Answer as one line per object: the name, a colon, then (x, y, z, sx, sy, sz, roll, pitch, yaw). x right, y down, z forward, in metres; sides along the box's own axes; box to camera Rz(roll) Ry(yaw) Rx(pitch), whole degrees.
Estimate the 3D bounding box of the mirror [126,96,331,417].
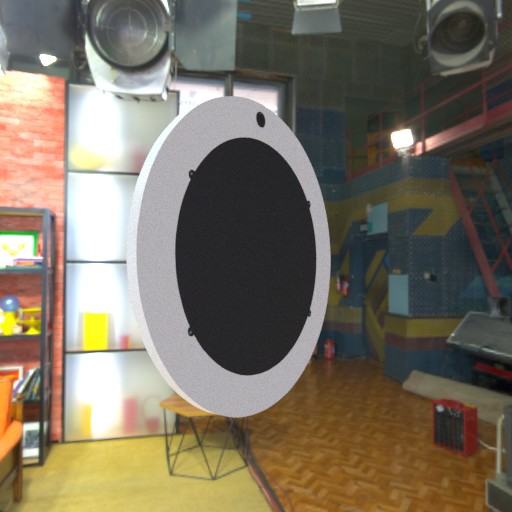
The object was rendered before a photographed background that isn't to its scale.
mirror: (0.000, 0.000, 1.325, 0.038, 0.914, 0.914, -2, -3, 36)
